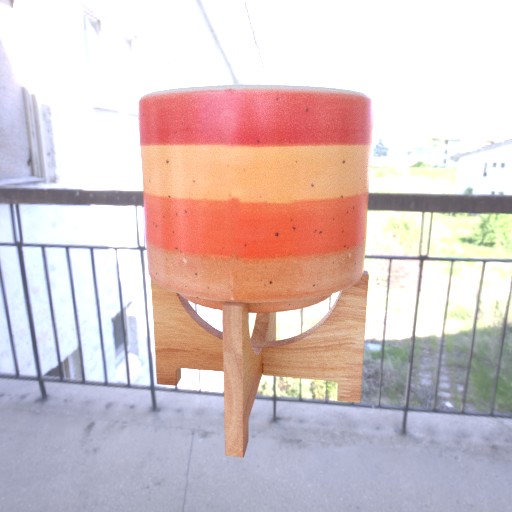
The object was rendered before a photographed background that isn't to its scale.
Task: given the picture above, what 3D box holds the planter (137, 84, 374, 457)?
[{"bbox_3d":[0.000,0.000,0.400,0.199,0.268,0.199,0,14,0],"label":"planter"}]
